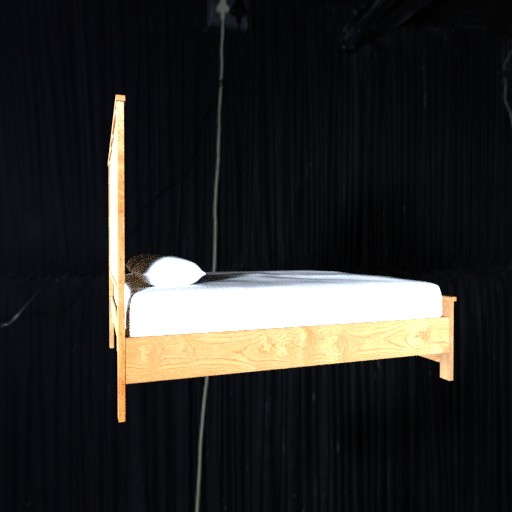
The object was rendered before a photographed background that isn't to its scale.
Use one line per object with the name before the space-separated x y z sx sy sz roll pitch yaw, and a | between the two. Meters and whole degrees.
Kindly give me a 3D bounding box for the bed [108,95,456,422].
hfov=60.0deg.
bed | 0.000 0.000 3.550 2.201 1.686 1.936 0 1 -20
